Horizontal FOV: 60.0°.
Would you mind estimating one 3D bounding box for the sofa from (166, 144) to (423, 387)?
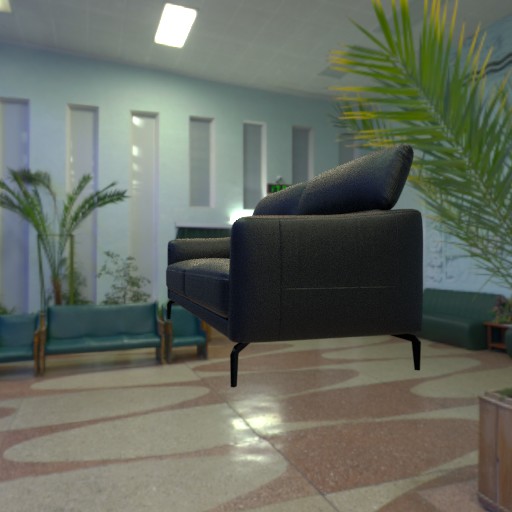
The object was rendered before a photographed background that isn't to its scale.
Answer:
[{"bbox_3d":[0.000,0.000,2.621,0.856,0.957,2.069,0,-1,-18],"label":"sofa"}]
